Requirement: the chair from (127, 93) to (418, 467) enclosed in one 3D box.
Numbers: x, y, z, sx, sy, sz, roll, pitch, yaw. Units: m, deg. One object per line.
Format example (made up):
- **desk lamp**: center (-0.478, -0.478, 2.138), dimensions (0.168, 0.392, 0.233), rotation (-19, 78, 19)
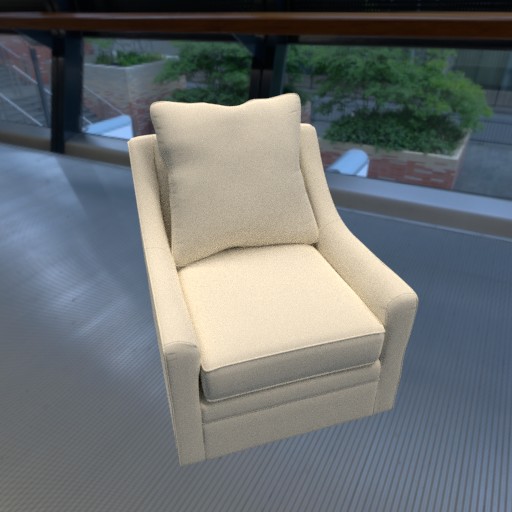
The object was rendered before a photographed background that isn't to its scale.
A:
- **chair**: center (0.000, 0.000, 1.578), dimensions (0.756, 0.965, 0.876), rotation (-9, 32, -15)
